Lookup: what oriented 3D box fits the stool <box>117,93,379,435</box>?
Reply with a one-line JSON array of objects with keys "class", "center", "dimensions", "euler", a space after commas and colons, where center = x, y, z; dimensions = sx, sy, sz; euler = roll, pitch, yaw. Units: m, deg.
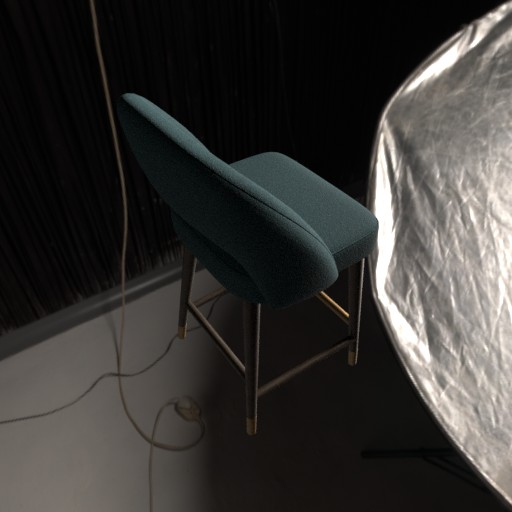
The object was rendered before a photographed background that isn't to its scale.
[{"class": "stool", "center": [0.000, 0.000, 1.229], "dimensions": [0.522, 0.939, 0.536], "euler": [-26, 48, -26]}]
